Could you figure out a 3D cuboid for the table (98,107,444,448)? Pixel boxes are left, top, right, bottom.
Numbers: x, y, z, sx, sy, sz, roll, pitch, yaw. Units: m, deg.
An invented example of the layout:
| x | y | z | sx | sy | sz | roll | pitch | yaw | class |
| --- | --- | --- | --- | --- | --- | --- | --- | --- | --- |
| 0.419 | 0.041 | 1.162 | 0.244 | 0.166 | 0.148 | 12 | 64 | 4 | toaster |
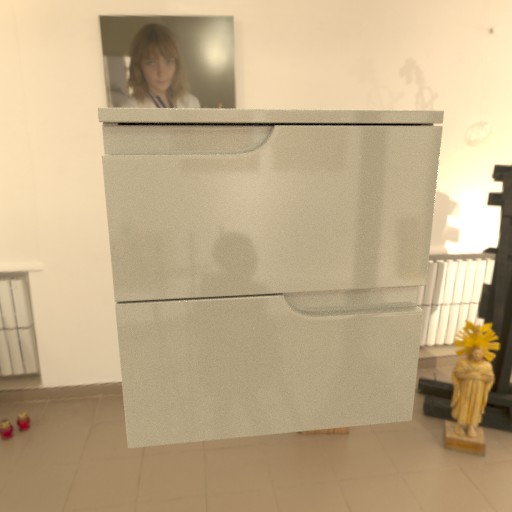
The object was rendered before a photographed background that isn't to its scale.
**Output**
| x | y | z | sx | sy | sz | roll | pitch | yaw | class |
| --- | --- | --- | --- | --- | --- | --- | --- | --- | --- |
| 0.000 | 0.000 | 0.780 | 0.420 | 0.470 | 0.400 | -2 | 15 | -8 | table |
